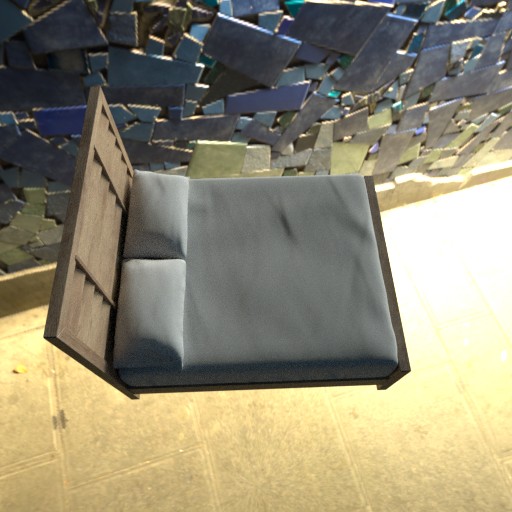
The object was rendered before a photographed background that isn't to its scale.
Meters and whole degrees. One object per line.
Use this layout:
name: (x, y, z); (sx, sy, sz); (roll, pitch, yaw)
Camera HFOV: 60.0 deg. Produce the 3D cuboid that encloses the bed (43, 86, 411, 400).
bed: (0.000, 0.000, 3.134); (2.017, 1.631, 1.615); (-2, 63, -1)
